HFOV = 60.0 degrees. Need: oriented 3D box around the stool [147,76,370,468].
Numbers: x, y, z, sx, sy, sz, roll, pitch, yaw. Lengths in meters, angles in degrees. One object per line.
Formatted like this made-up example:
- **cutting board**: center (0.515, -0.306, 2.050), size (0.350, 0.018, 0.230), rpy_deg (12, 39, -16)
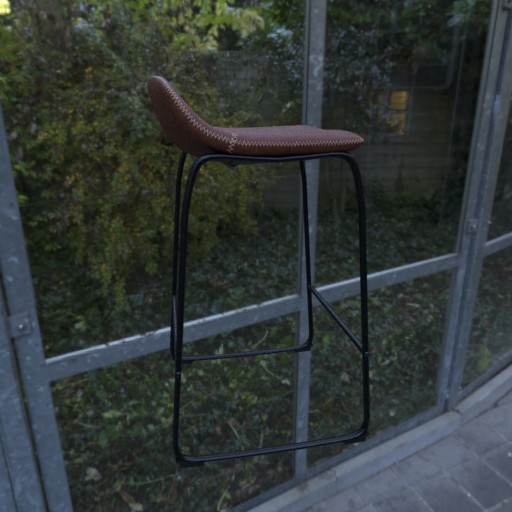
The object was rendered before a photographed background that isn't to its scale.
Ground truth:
- **stool**: center (0.000, 0.000, 1.114), size (0.473, 0.830, 0.454), rpy_deg (-4, 18, -11)
